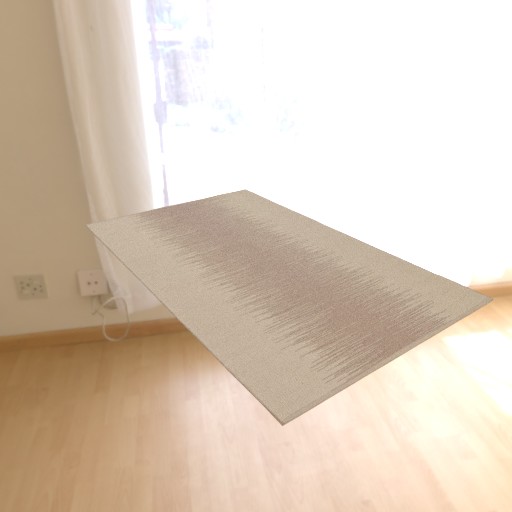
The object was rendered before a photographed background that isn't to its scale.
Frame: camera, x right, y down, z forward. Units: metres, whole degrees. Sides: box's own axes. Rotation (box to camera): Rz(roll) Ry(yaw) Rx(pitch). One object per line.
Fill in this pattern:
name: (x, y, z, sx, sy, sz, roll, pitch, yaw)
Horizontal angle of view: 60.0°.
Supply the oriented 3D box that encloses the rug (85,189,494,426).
rug: (0.000, 0.000, 2.958, 1.522, 0.012, 2.440, -18, 32, -32)
